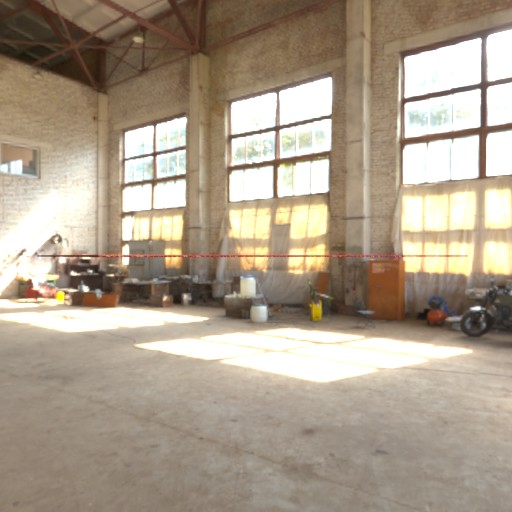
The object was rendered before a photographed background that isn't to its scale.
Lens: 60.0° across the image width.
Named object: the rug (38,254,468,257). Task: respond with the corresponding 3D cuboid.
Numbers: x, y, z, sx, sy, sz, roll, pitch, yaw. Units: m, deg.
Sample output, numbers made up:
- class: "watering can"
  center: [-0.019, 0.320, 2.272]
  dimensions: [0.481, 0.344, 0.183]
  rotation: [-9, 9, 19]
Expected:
- class: "rug"
  center: [0.000, 0.000, 2.958]
  dimensions: [2.442, 0.010, 1.531]
  rotation: [0, 0, -34]
